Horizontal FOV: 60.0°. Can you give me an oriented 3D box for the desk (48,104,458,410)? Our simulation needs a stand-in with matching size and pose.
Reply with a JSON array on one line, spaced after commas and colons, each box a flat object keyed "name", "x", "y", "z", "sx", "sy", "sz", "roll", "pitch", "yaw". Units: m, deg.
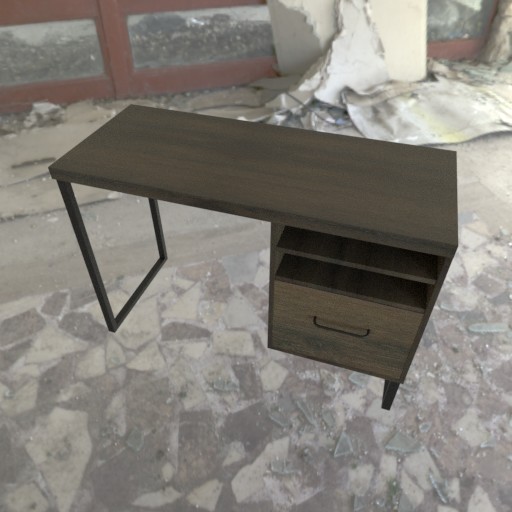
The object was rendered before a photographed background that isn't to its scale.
[{"name": "desk", "x": 0.000, "y": 0.000, "z": 1.567, "sx": 1.134, "sy": 0.752, "sz": 0.511, "roll": 12, "pitch": 43, "yaw": 13}]
